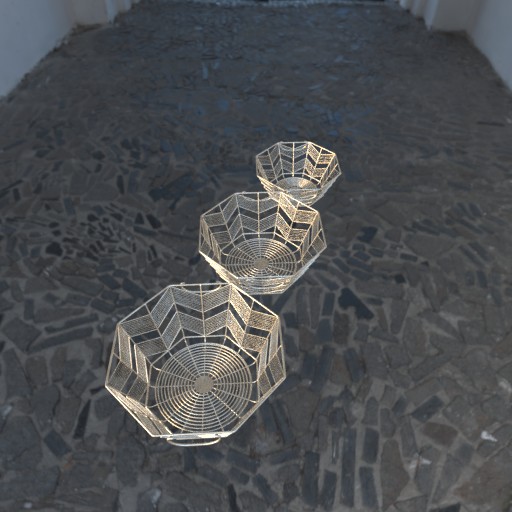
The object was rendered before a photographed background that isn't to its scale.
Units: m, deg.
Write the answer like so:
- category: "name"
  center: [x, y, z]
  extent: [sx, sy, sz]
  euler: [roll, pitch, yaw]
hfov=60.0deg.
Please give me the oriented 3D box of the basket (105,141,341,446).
- category: "basket"
  center: [0.000, 0.000, 1.365]
  extent: [0.432, 0.178, 1.246]
  euler: [15, 48, 13]
